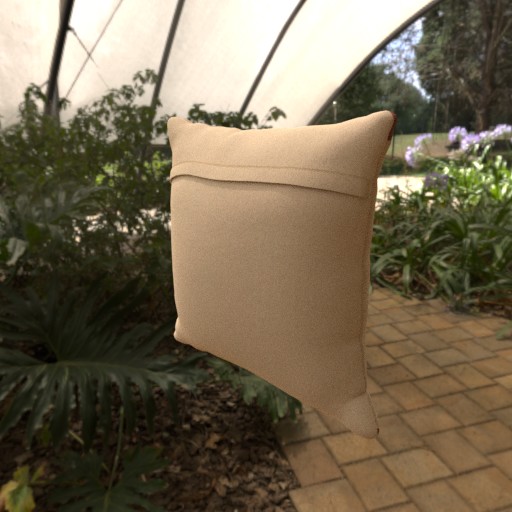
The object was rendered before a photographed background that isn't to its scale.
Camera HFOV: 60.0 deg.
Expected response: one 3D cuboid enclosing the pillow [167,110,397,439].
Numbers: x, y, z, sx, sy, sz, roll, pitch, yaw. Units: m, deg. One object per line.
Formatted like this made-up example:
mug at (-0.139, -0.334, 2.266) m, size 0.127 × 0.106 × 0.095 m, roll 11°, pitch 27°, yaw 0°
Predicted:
pillow at (0.000, 0.000, 0.817) m, size 0.536 × 0.506 × 0.229 m, roll 14°, pitch 20°, yaw 43°
